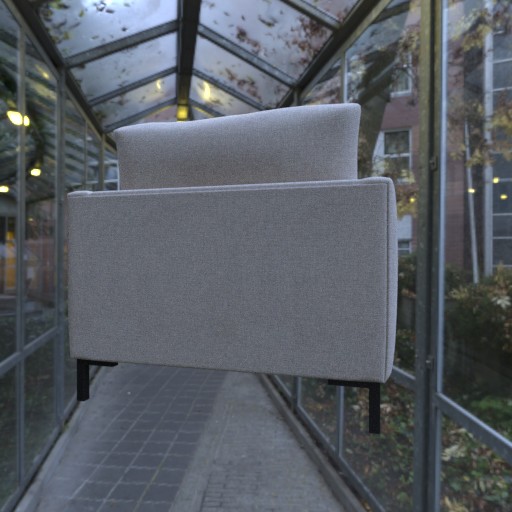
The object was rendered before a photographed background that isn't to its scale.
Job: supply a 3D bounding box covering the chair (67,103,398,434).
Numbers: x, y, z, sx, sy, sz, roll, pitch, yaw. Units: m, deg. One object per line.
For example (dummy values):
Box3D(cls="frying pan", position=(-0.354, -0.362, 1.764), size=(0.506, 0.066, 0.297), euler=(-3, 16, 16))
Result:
Box3D(cls="chair", position=(0.000, 0.000, 1.600), size=(0.963, 0.861, 0.866), euler=(0, 0, 16))
